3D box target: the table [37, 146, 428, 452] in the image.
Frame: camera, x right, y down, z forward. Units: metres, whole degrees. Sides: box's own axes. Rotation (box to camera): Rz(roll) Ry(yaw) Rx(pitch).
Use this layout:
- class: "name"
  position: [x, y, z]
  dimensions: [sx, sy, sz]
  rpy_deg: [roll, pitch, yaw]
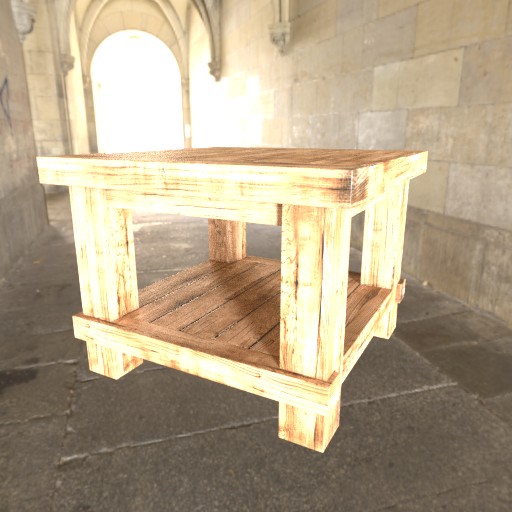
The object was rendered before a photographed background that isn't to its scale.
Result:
- class: "table"
  position: [0.000, 0.000, 1.013]
  dimensions: [0.610, 0.457, 0.610]
  rpy_deg: [9, 18, 28]
